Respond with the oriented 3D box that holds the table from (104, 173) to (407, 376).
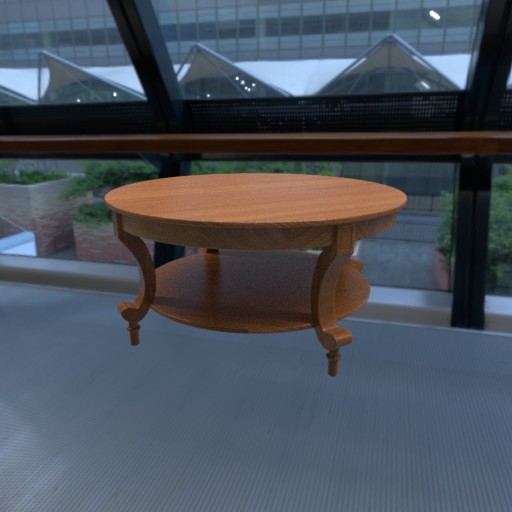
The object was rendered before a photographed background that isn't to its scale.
[{"bbox_3d":[0.000,0.000,1.645,1.029,0.490,1.029,0,17,0],"label":"table"}]
